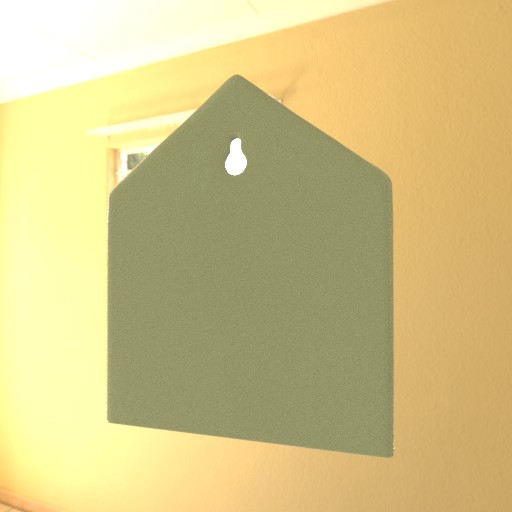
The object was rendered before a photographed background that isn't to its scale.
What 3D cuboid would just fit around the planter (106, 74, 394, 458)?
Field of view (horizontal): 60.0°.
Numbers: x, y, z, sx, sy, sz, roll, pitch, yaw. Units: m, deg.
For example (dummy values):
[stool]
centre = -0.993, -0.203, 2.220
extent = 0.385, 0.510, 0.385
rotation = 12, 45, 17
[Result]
[planter]
centre = 0.000, 0.000, 0.276
extent = 0.164, 0.197, 0.079
rotation = 0, -1, 17
